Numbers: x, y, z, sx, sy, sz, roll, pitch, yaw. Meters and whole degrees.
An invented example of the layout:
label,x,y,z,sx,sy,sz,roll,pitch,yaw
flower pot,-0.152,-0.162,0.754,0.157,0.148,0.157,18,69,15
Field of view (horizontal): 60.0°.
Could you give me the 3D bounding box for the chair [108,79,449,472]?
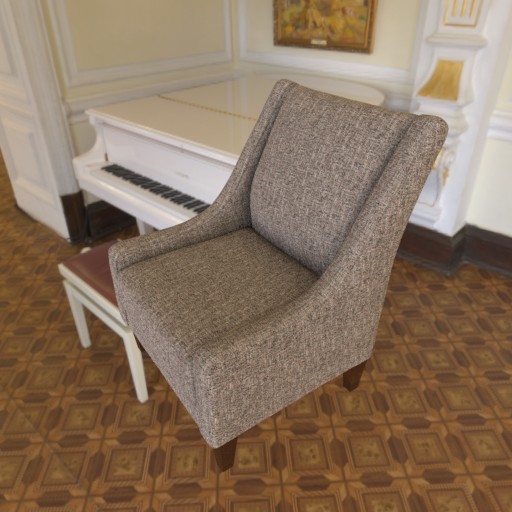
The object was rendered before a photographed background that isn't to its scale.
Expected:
label,x,y,z,sx,sy,sz,roll,pitch,yaw
chair,0.000,0.000,1.582,0.870,1.014,0.774,-20,37,-29
